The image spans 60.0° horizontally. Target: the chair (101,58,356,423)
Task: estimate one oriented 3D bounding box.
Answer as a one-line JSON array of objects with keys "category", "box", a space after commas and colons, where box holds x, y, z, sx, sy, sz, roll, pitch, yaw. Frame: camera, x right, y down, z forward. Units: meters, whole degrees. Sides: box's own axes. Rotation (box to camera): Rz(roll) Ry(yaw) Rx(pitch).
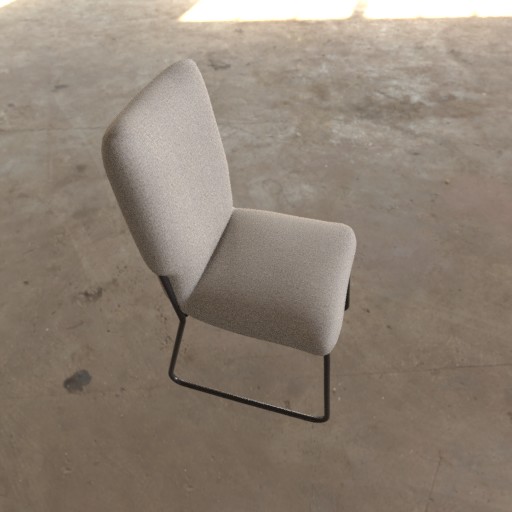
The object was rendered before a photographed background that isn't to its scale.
[{"category": "chair", "box": [0.000, 0.000, 1.193, 0.560, 0.864, 0.448, 12, 47, 11]}]
